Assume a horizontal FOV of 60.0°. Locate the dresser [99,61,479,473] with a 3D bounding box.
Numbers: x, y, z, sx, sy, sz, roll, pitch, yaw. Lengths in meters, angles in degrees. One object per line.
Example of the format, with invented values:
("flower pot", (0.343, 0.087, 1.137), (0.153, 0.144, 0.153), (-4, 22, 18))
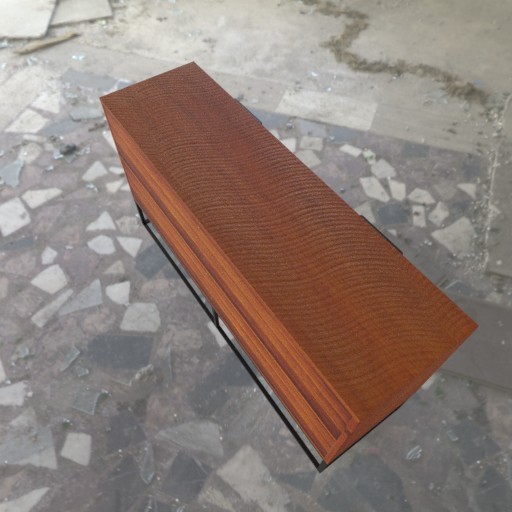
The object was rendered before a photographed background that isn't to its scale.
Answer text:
("dresser", (0.000, 0.000, 1.836), (0.464, 0.810, 1.536), (-30, 61, -19))
